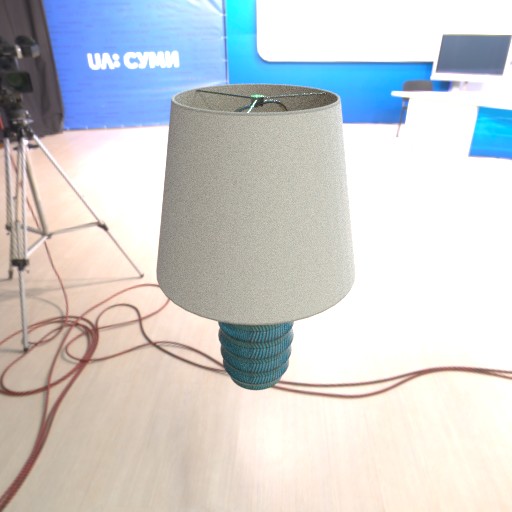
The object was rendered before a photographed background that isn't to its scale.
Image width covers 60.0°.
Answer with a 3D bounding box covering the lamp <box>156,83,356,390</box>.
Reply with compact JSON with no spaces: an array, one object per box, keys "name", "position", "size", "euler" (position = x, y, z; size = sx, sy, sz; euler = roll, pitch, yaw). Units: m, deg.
[{"name":"lamp","position":[0.000,0.000,0.570],"size":[0.254,0.392,0.254],"euler":[0,29,0]}]
